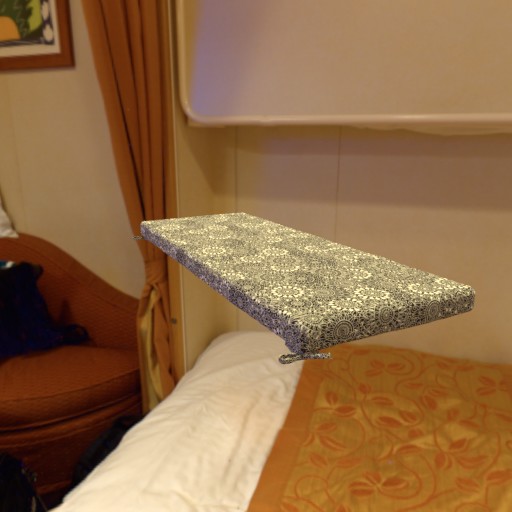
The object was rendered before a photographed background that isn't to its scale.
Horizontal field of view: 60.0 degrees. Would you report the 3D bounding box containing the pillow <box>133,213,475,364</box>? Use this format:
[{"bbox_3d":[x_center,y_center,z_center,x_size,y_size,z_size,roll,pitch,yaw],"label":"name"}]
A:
[{"bbox_3d":[0.000,0.000,1.346,0.492,0.081,1.187,-8,17,-27],"label":"pillow"}]
